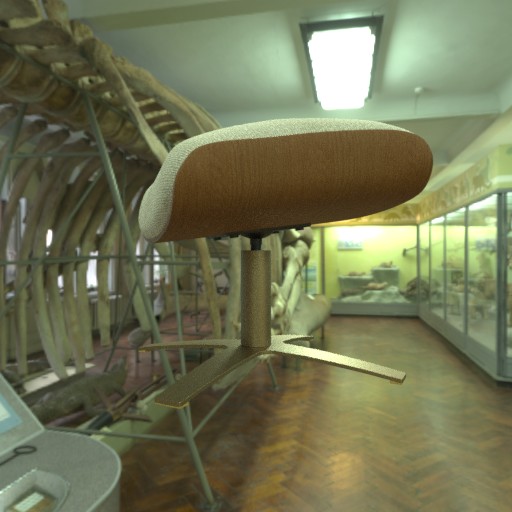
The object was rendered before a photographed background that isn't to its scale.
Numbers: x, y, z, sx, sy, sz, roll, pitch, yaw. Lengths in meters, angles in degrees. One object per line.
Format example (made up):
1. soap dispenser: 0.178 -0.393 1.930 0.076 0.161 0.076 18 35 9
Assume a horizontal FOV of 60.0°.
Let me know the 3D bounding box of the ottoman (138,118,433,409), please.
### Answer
1. ottoman: 0.000 0.000 0.806 0.394 0.391 0.520 0 0 -18
